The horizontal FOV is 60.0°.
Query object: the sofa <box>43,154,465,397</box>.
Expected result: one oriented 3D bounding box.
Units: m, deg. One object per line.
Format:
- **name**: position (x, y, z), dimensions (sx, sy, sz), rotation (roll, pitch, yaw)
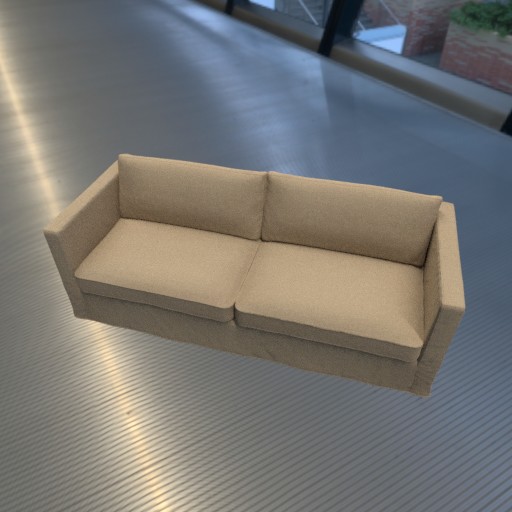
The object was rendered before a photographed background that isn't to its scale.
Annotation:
- **sofa**: position (0.000, 0.000, 2.798), dimensions (2.312, 0.853, 0.962), rotation (10, 42, 12)
